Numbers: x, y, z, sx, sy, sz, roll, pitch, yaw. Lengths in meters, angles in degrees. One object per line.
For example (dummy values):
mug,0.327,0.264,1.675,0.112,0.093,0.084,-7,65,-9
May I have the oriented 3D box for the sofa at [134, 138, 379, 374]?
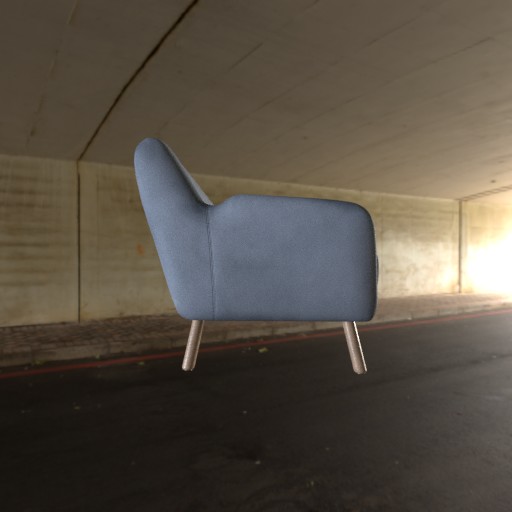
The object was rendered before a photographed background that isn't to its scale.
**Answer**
sofa,0.000,0.000,2.317,0.850,0.810,1.870,0,0,0
